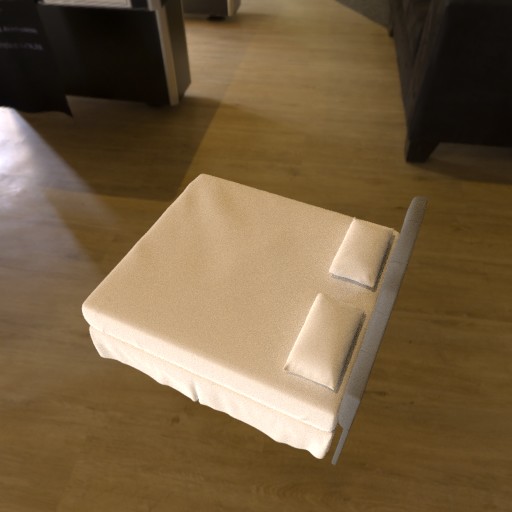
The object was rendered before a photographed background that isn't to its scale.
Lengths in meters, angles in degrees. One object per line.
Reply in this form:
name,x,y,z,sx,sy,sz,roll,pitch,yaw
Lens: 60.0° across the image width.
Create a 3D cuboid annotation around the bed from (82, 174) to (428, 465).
bed,0.000,0.000,3.588,2.214,1.615,2.008,19,50,17
